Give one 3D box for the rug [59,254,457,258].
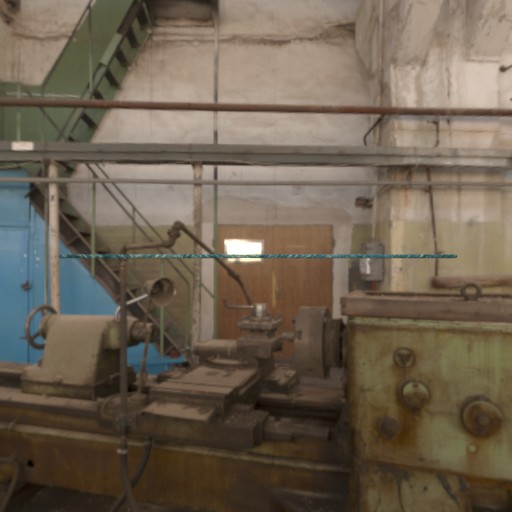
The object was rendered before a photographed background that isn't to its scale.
[{"bbox_3d":[0.000,0.000,2.790,1.490,0.015,2.277,0,0,-1],"label":"rug"}]
